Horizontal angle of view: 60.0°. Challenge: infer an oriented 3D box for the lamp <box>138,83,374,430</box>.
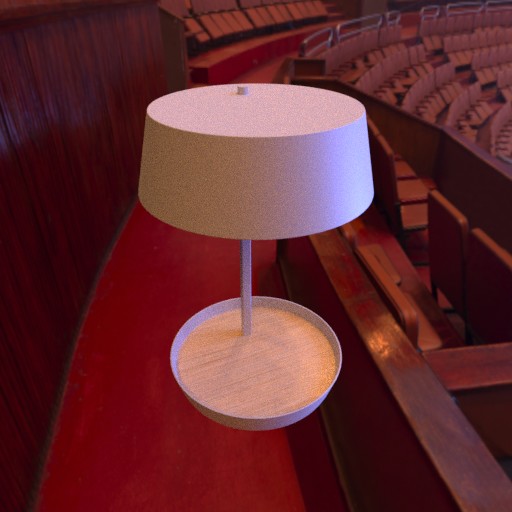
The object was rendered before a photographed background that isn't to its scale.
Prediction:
[{"bbox_3d":[0.000,0.000,0.619,0.291,0.429,0.291,0,32,0],"label":"lamp"}]
